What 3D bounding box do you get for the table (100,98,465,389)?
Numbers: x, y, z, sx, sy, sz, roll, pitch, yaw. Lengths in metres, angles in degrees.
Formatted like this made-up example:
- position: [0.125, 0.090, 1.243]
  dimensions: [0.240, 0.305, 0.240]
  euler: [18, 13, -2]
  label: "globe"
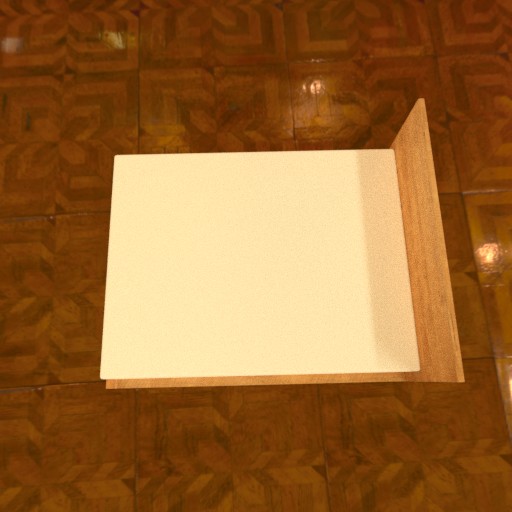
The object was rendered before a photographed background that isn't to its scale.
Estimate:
- position: [0.000, 0.000, 3.038]
  dimensions: [2.149, 1.041, 1.707]
  euler: [-1, 75, 0]
  label: "table"
